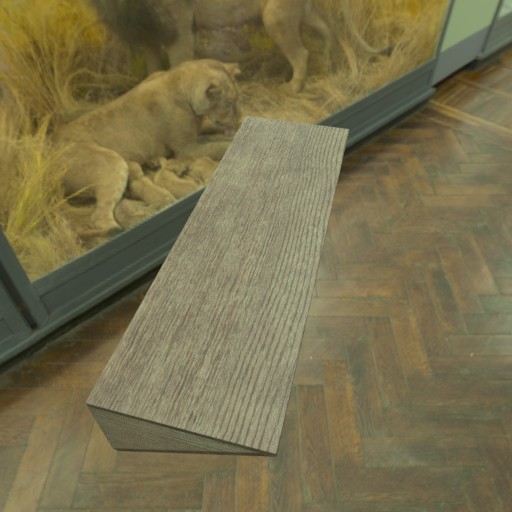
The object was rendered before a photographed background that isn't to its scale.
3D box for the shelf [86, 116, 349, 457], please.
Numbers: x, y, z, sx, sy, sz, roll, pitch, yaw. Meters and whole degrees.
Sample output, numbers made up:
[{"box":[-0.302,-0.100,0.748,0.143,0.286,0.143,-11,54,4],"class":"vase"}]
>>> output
[{"box":[0.000,0.000,0.684,0.200,0.125,0.610,11,47,10],"class":"shelf"}]
